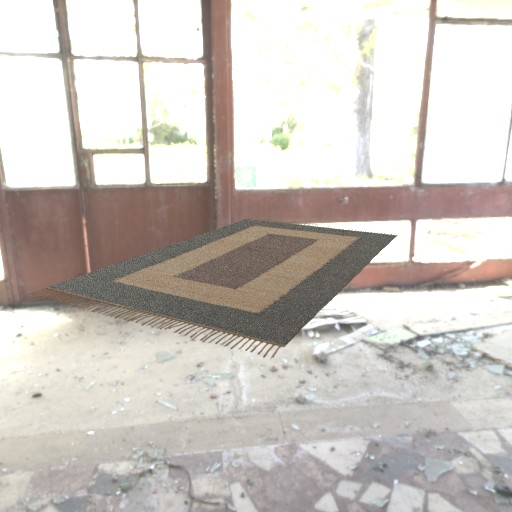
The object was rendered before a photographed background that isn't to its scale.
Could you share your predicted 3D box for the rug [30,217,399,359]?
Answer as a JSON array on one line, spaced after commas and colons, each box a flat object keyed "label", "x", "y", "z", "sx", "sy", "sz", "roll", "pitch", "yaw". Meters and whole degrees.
[{"label": "rug", "x": 0.000, "y": 0.000, "z": 1.917, "sx": 0.920, "sy": 0.013, "sz": 1.541, "roll": 8, "pitch": 18, "yaw": 27}]
